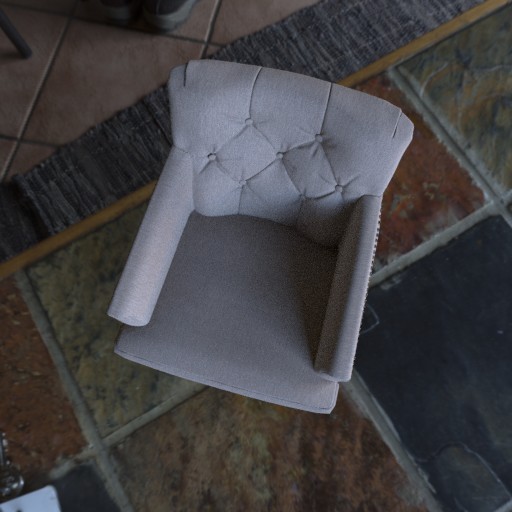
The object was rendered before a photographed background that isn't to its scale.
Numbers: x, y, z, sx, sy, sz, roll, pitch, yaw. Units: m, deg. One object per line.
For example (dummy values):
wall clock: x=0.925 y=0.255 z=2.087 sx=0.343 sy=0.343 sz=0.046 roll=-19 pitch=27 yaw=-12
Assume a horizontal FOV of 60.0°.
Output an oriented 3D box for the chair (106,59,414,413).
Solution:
chair: x=0.000 y=0.000 z=1.520 sx=0.737 sy=0.823 sz=0.902 roll=15 pitch=74 yaw=4
